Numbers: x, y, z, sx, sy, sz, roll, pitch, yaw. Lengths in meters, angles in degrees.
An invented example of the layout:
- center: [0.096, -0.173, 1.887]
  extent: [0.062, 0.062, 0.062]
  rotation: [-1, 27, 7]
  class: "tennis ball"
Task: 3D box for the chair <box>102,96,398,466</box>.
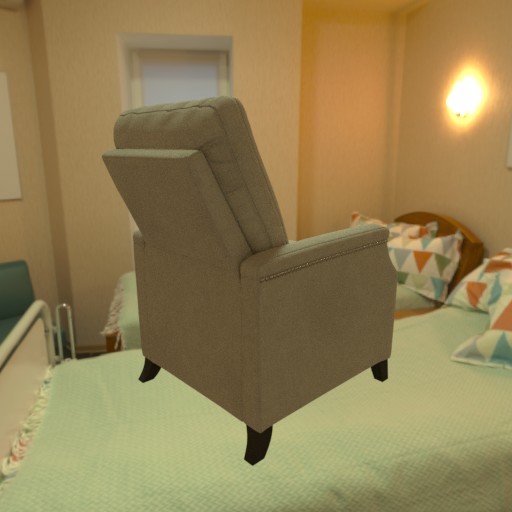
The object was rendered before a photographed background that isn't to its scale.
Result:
- center: [0.000, 0.000, 1.650]
  extent: [0.922, 1.049, 0.710]
  rotation: [-12, 18, -41]
  class: "chair"
